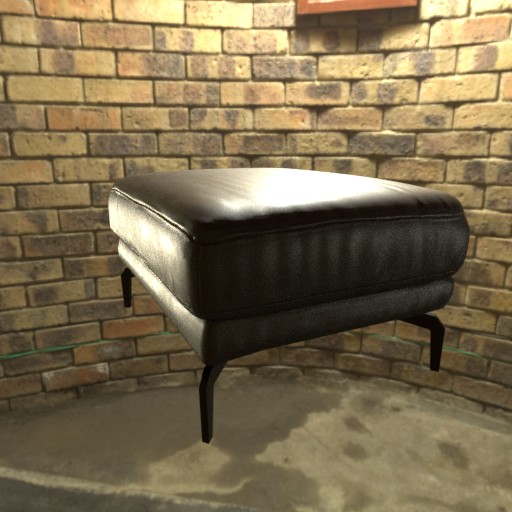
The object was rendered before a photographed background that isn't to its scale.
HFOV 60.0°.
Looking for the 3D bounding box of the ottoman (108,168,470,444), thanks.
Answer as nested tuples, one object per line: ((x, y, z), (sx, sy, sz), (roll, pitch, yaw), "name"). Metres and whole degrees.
((0.000, 0.000, 1.057), (0.570, 0.402, 0.764), (-7, 16, -26), "ottoman")
